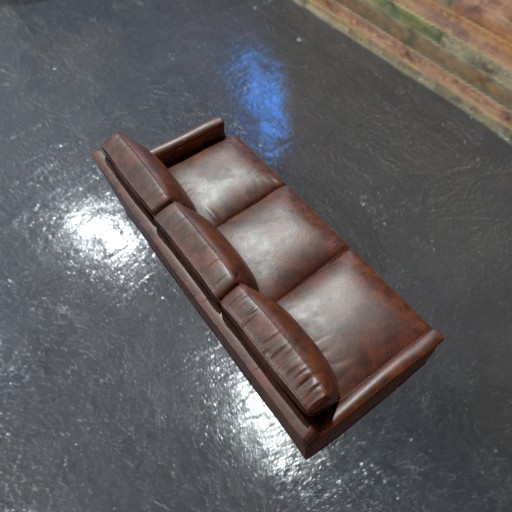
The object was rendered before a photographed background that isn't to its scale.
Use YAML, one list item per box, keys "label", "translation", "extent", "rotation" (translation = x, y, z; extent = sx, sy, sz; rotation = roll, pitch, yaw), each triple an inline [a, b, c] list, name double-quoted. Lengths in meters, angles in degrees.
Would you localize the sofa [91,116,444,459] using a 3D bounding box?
- label: "sofa"
  translation: [0.000, 0.000, 2.843]
  extent: [1.084, 1.003, 2.240]
  rotation: [-32, 63, -18]
